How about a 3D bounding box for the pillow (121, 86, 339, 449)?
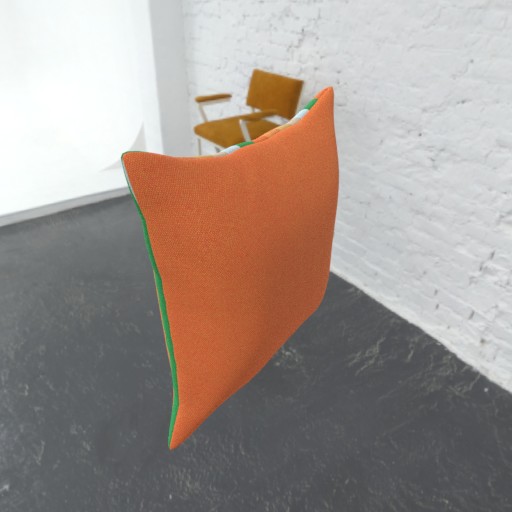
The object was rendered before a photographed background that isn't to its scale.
[{"bbox_3d":[0.000,0.000,0.694,0.169,0.444,0.453,19,35,29],"label":"pillow"}]
